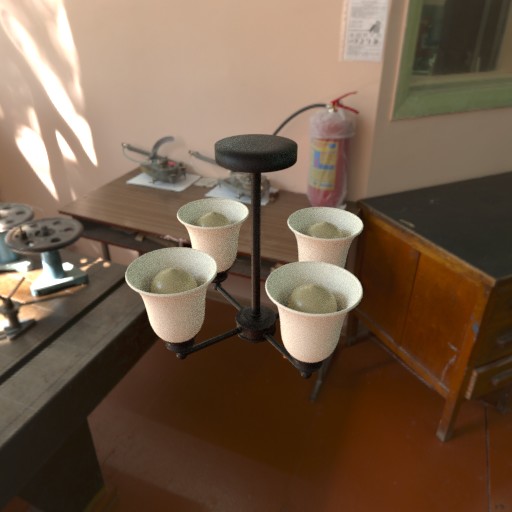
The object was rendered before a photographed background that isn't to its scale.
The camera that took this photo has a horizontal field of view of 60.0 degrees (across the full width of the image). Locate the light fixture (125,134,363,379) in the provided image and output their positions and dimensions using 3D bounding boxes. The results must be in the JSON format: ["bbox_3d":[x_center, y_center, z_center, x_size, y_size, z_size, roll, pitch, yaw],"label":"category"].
[{"bbox_3d":[0.000,0.000,1.830,1.069,0.925,1.069,-18,34,-28],"label":"light fixture"}]
